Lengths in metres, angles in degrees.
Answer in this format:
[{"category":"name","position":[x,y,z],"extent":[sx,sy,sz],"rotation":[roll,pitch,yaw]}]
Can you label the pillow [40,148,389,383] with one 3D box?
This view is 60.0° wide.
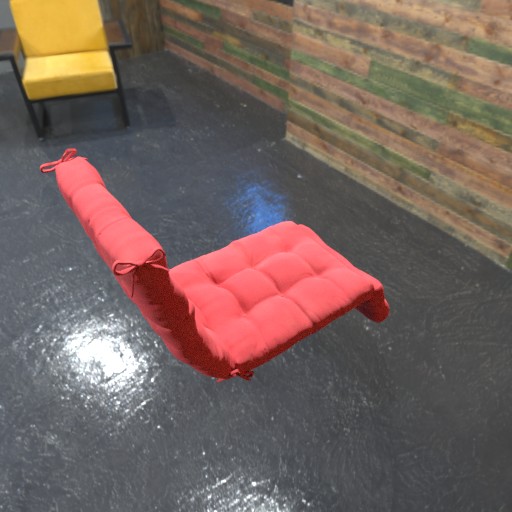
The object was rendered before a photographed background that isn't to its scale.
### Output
[{"category":"pillow","position":[0.000,0.000,1.469],"extent":[1.016,0.863,0.526],"rotation":[-26,48,-26]}]
